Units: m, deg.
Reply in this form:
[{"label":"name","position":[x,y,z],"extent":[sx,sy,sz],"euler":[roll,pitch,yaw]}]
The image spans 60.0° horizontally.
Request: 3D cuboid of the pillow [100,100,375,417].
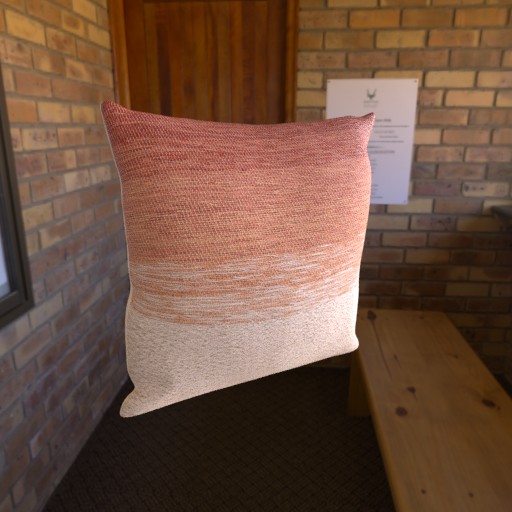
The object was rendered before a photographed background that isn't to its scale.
[{"label":"pillow","position":[0.000,0.000,0.680],"extent":[0.440,0.441,0.182],"euler":[-8,18,-26]}]
